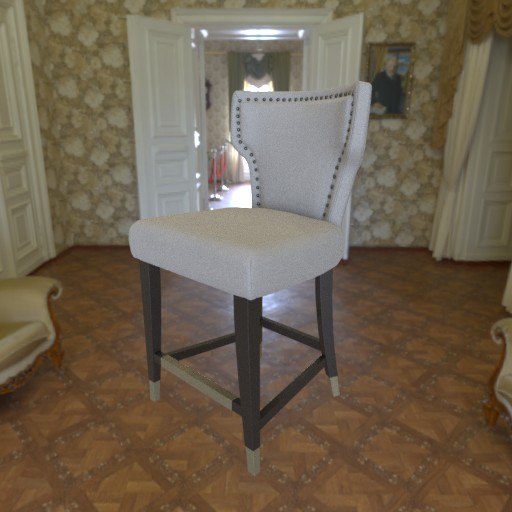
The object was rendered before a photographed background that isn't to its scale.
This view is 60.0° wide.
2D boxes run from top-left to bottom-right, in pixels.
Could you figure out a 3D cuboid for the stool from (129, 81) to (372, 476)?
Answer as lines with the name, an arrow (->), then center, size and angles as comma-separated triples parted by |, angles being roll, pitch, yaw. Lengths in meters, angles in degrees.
stool -> 0.000, 0.000, 1.341 | 0.527, 0.982, 0.563 | 15, 22, 42
